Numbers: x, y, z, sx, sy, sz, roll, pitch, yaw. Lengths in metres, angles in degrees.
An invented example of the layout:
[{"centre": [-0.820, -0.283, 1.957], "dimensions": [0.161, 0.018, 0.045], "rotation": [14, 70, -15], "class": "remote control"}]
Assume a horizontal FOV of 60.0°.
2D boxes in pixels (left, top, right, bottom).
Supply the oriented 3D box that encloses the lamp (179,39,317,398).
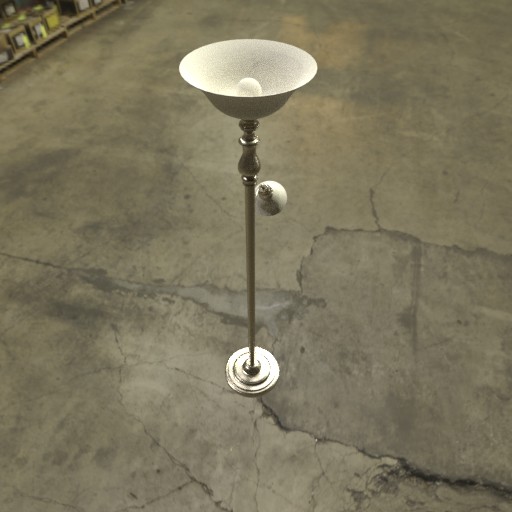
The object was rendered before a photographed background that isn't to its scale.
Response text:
[{"centre": [0.000, 0.000, 2.004], "dimensions": [0.405, 1.785, 0.575], "rotation": [11, 47, 11], "class": "lamp"}]
